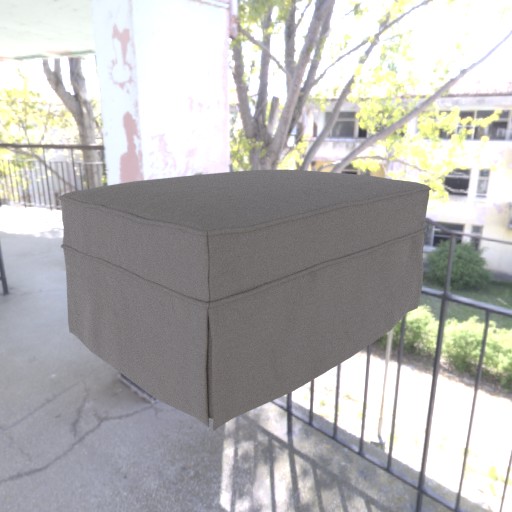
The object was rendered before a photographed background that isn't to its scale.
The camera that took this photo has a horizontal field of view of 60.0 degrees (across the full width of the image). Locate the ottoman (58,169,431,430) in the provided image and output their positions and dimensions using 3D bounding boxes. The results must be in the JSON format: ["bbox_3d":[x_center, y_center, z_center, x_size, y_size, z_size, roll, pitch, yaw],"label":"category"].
[{"bbox_3d":[0.000,0.000,1.333,0.703,0.479,0.944,15,22,43],"label":"ottoman"}]
